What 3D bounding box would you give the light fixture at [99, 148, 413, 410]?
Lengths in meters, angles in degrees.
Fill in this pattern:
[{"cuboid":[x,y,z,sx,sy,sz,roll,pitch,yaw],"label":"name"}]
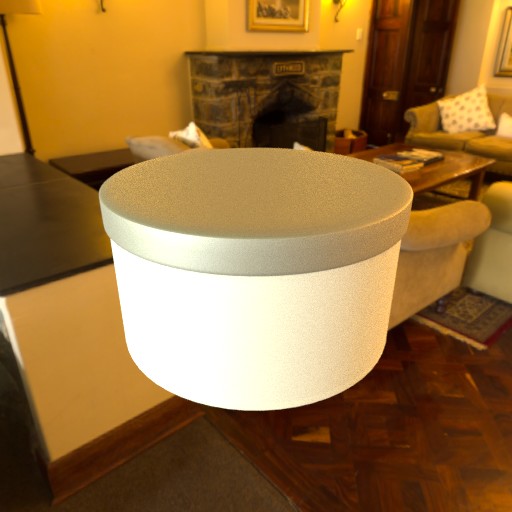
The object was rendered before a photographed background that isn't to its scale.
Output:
[{"cuboid":[0.000,0.000,0.630,0.393,0.229,0.393,0,25,0],"label":"light fixture"}]
